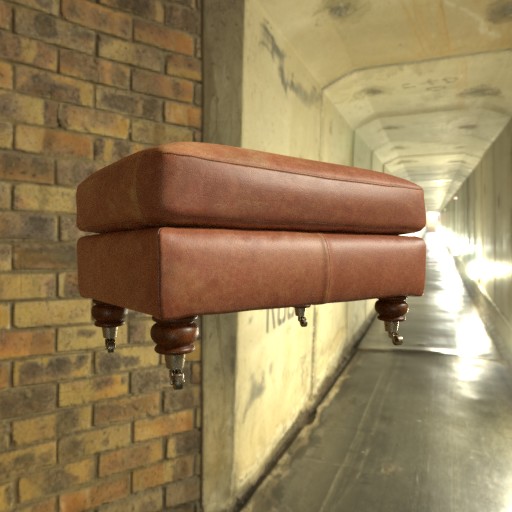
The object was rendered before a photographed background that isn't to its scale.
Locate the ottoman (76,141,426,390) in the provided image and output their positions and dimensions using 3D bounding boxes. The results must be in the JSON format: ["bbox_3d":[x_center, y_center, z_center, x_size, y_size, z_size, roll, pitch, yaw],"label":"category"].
[{"bbox_3d":[0.000,0.000,1.232,0.852,0.507,0.565,0,0,-36],"label":"ottoman"}]
